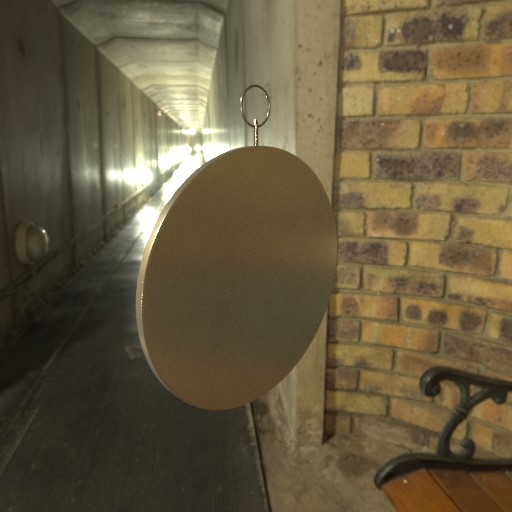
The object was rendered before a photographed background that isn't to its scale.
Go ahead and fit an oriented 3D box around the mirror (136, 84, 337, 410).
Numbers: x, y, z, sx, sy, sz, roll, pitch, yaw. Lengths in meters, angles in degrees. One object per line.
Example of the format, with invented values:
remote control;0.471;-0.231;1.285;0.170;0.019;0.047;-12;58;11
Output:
mirror;0.000;0.000;0.985;0.594;0.713;0.020;-15;22;-43
